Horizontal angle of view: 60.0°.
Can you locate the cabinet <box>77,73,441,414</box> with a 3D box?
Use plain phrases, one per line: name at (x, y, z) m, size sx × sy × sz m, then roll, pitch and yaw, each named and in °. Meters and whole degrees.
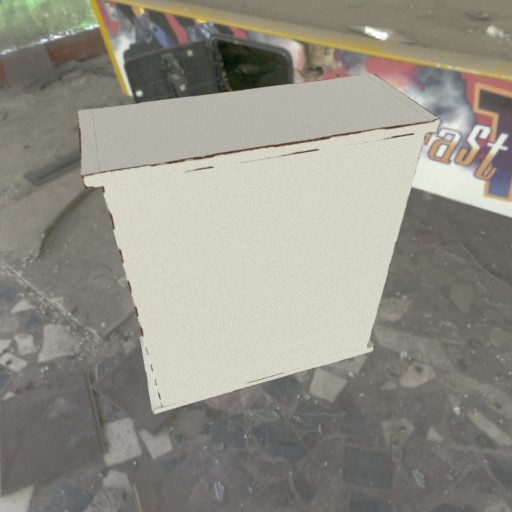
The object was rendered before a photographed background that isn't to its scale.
cabinet at (0.000, 0.000, 0.906) m, size 0.541 × 0.603 × 0.210 m, roll -12°, pitch 43°, yaw -13°
